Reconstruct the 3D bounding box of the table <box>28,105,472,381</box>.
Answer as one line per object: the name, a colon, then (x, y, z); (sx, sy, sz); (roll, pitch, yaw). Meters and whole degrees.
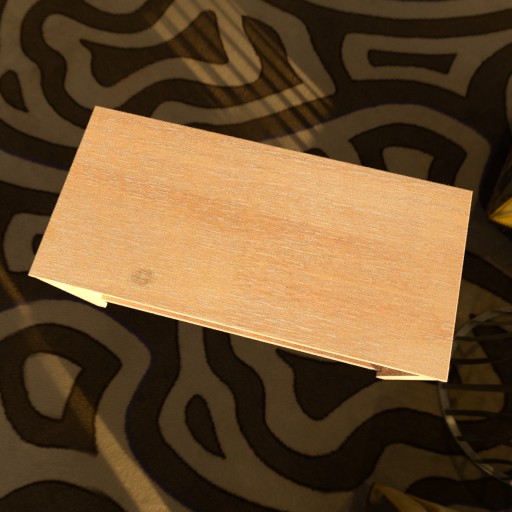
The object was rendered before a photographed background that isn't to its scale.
table: (0.000, 0.000, 1.321); (1.016, 0.457, 0.483); (14, 75, 4)
